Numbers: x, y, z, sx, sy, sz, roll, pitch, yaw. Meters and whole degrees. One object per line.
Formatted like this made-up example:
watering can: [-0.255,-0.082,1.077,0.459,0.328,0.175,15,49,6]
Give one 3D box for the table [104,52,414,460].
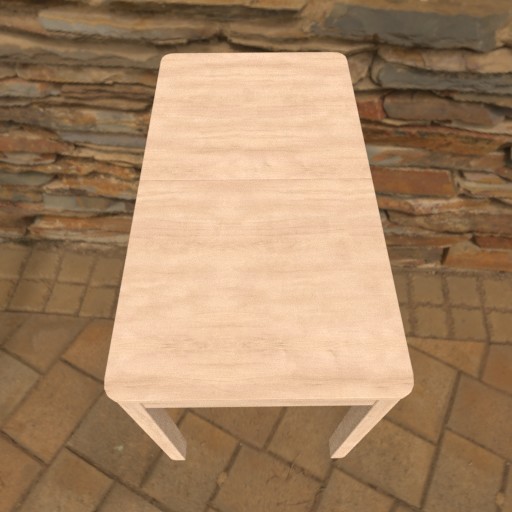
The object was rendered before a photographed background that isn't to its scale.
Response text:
table: [0.000,0.000,1.805,0.750,0.900,1.400,-1,57,0]
